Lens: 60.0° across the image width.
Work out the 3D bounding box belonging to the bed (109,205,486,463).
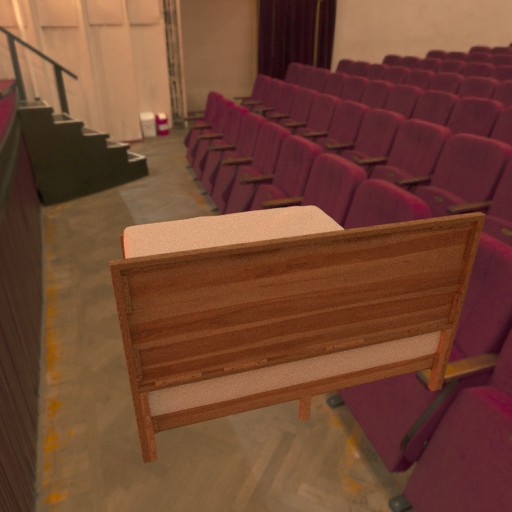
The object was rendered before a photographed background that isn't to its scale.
[{"bbox_3d":[0.000,0.000,3.431,2.013,1.295,2.184,-8,28,-15],"label":"bed"}]
